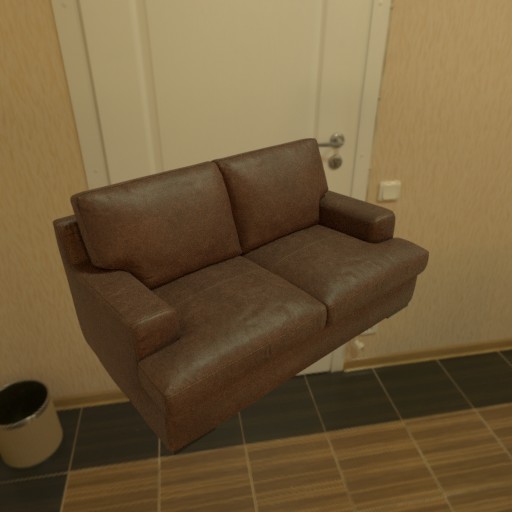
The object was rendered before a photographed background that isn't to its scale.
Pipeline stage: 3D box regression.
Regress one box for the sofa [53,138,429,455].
[{"bbox_3d":[0.000,0.000,2.535,1.880,0.939,1.143,-22,37,-33],"label":"sofa"}]
